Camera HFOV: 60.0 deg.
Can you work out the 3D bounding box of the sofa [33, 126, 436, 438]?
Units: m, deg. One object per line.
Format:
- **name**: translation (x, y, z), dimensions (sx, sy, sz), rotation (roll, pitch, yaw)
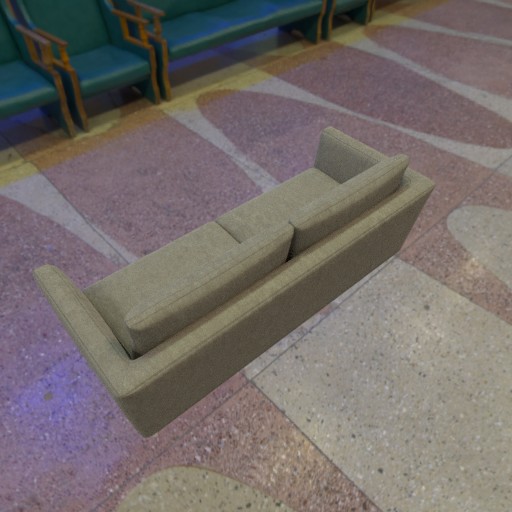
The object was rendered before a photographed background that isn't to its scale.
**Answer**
- **sofa**: translation (0.000, 0.000, 2.563), dimensions (2.121, 0.864, 0.889), rotation (-31, 54, -27)
